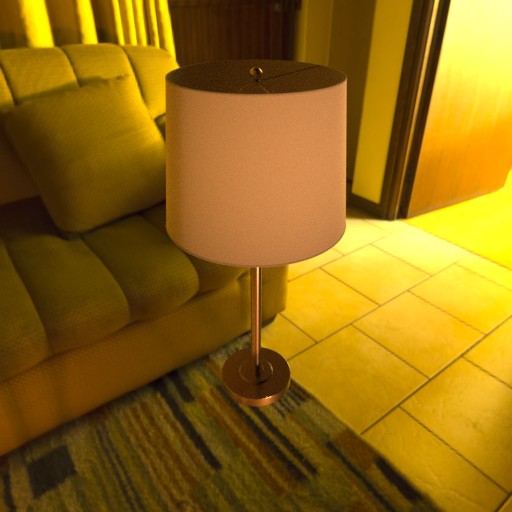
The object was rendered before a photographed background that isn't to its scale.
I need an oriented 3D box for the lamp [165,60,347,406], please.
[{"bbox_3d":[0.000,0.000,0.876,0.333,0.696,0.333,0,32,0],"label":"lamp"}]
